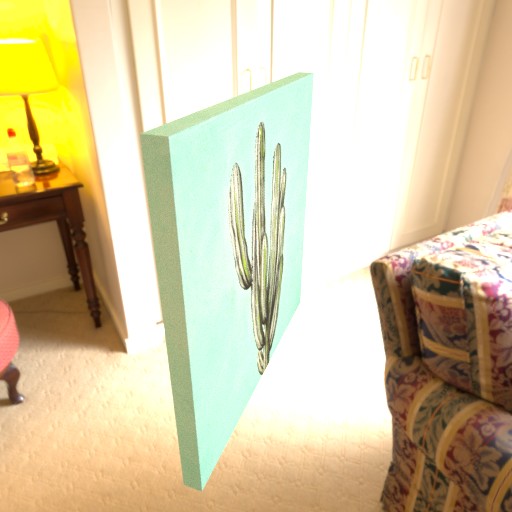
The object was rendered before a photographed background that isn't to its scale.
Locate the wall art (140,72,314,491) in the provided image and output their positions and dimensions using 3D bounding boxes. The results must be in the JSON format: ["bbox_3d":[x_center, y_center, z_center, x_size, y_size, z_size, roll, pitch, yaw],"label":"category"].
[{"bbox_3d":[0.000,0.000,0.863,0.036,0.603,0.603,11,31,18],"label":"wall art"}]
